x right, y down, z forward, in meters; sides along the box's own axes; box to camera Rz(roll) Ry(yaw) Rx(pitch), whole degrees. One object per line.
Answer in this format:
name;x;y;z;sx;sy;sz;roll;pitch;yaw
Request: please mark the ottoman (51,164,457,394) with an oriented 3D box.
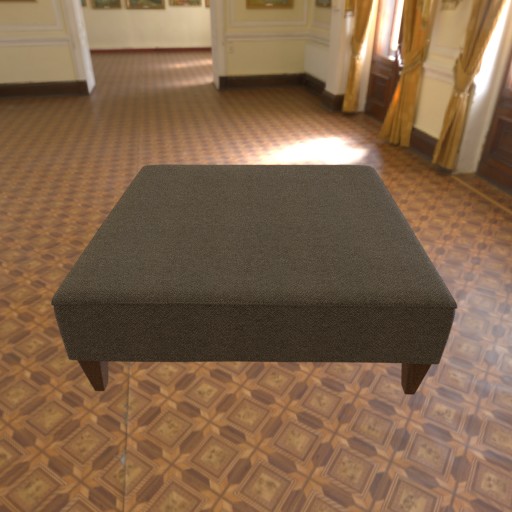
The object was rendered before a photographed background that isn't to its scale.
ottoman;0.000;0.000;1.533;0.981;0.378;0.970;0;31;1
